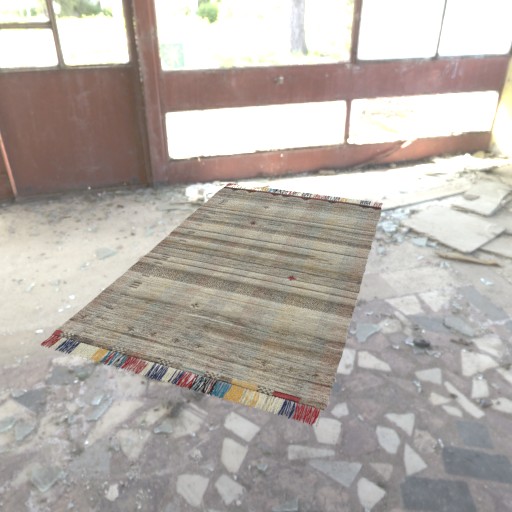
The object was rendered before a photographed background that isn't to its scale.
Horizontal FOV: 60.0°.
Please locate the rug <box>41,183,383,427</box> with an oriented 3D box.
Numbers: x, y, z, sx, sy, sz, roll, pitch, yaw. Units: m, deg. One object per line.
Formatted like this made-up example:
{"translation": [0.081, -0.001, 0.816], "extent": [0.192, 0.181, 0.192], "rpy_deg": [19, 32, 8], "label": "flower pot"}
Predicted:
{"translation": [0.000, 0.000, 3.025], "extent": [1.465, 0.012, 2.465], "rpy_deg": [10, 32, 17], "label": "rug"}
